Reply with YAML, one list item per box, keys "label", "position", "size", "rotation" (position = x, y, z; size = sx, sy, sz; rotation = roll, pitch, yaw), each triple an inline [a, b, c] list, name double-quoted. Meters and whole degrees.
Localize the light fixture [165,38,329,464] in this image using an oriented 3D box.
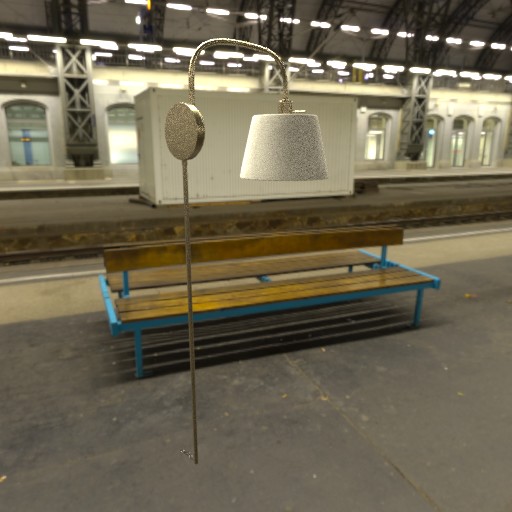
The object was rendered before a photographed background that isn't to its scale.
- label: "light fixture"
  position: [0.000, 0.000, 0.454]
  size: [0.092, 0.399, 0.176]
  rotation: [14, 20, 43]
